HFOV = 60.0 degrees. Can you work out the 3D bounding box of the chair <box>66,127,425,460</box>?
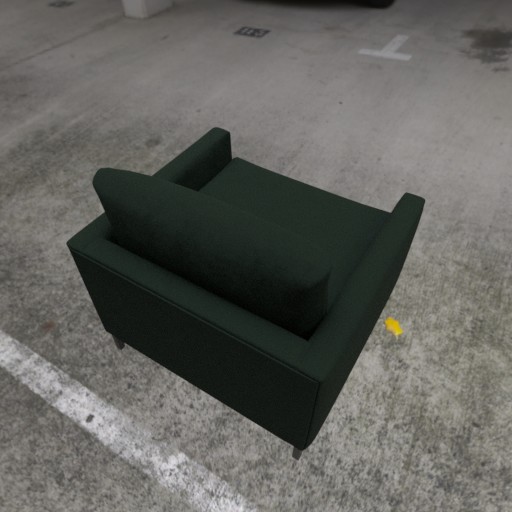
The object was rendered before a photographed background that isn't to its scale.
[{"bbox_3d":[0.000,0.000,1.655,0.963,0.861,0.866,24,51,21],"label":"chair"}]
